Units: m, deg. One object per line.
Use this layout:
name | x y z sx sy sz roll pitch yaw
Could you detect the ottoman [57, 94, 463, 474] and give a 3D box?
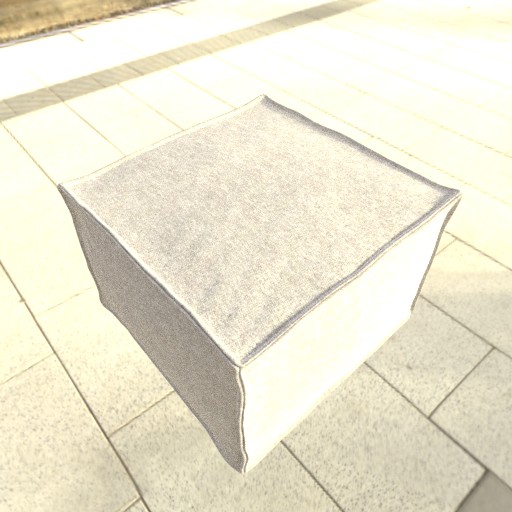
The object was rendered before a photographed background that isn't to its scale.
ottoman | 0.000 0.000 1.162 0.707 0.470 0.696 -33 54 -28
